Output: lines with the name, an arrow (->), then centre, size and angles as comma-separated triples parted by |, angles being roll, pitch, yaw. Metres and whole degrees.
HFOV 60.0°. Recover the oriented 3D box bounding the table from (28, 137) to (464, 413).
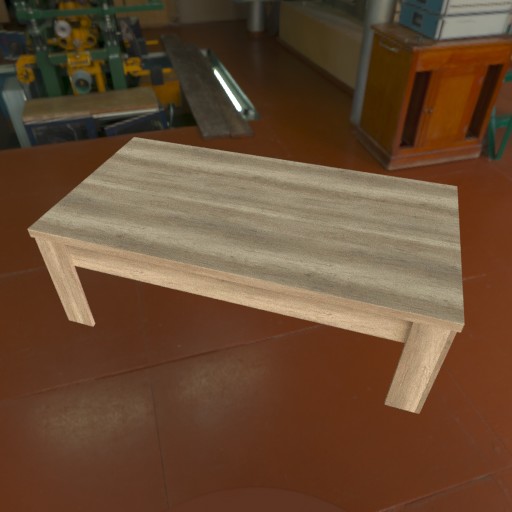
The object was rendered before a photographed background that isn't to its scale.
table -> 0.000, 0.000, 1.701 | 1.350, 0.460, 0.700 | 12, 42, 13
